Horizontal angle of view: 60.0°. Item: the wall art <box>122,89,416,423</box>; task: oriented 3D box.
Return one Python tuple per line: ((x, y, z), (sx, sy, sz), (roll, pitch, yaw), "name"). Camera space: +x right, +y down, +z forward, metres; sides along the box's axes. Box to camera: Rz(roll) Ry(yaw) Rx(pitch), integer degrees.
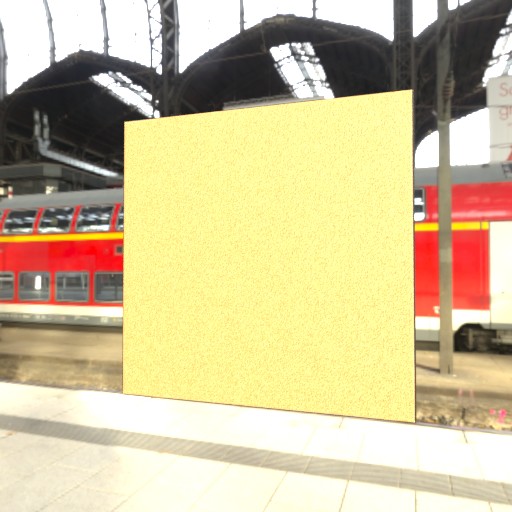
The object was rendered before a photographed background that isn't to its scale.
((0.000, 0.000, 0.676), (0.456, 0.453, 0.022), (0, -1, 17), "wall art")
